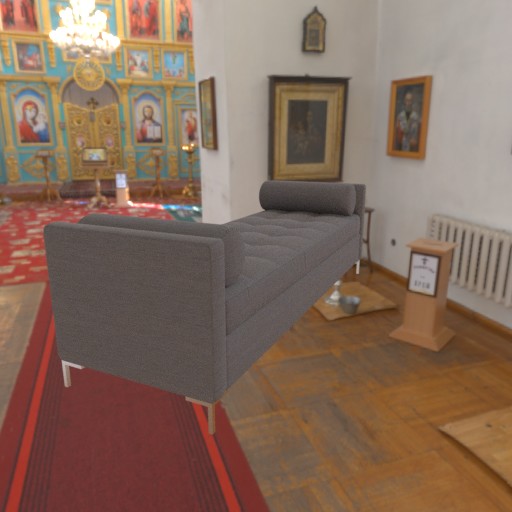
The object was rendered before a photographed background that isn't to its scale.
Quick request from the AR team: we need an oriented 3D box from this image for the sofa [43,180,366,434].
[{"bbox_3d":[0.000,0.000,2.313,0.686,0.635,1.981,7,16,25],"label":"sofa"}]
